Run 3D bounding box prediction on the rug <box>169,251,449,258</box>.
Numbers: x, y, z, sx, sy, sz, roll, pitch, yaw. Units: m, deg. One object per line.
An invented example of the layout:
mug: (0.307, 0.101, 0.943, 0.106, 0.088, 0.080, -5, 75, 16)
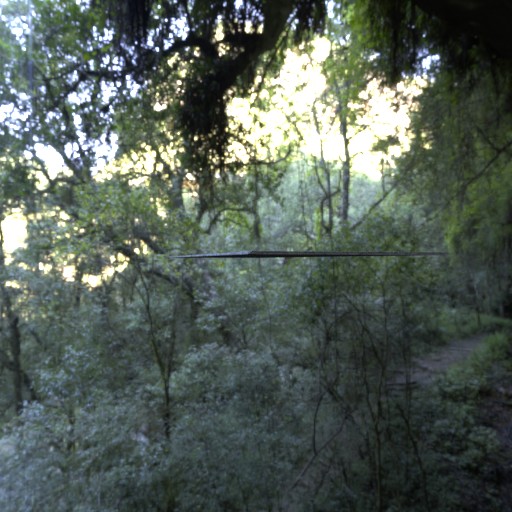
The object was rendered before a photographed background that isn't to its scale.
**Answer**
rug: (0.000, 0.000, 2.727, 0.807, 0.013, 2.436, 0, -1, -17)
